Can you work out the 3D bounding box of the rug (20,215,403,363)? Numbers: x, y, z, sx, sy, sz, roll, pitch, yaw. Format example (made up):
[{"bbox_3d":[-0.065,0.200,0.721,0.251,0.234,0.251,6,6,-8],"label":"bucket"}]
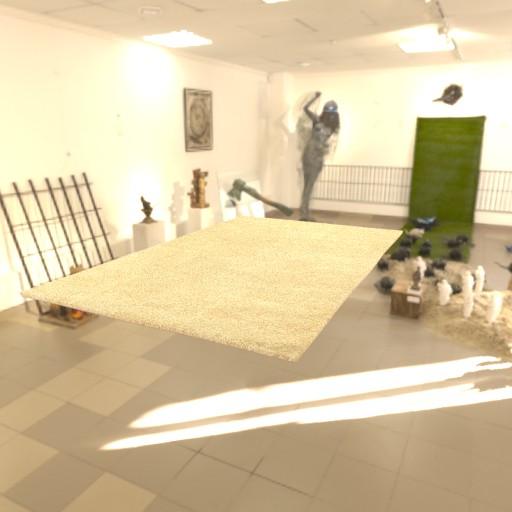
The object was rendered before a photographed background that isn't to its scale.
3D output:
[{"bbox_3d":[0.000,0.000,2.932,1.500,0.025,2.346,8,18,26],"label":"rug"}]
